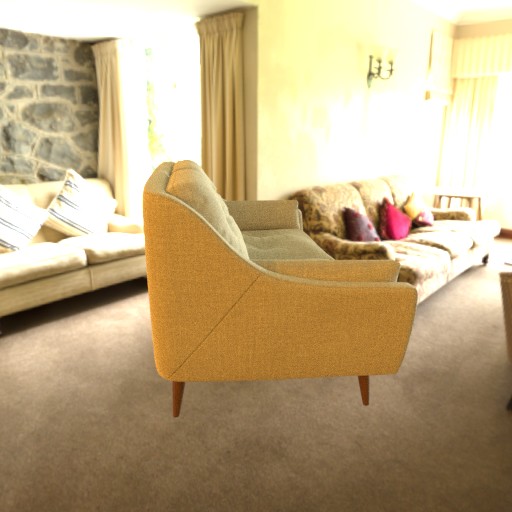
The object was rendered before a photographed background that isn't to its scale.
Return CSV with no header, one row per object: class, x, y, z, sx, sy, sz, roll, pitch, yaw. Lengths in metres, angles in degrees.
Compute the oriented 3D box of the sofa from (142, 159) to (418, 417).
sofa,0.000,0.000,2.230,0.965,0.888,1.652,-2,16,-9
